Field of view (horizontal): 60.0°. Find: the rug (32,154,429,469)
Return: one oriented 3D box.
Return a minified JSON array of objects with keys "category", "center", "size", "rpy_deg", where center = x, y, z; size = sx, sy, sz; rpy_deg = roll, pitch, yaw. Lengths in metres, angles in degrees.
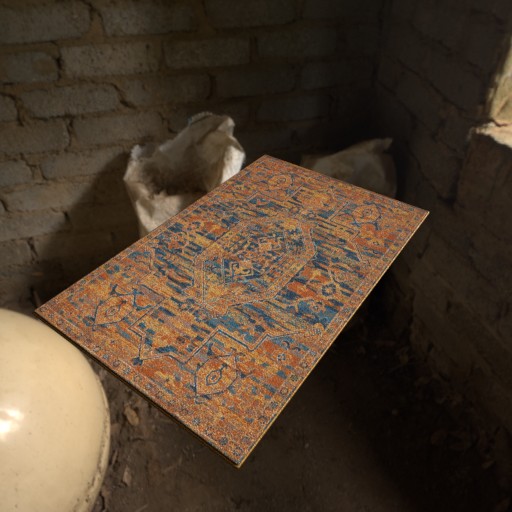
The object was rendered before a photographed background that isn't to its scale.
[{"category":"rug","center":[0.000,0.000,1.084],"size":[0.557,0.008,0.863],"rpy_deg":[26,47,26]}]
